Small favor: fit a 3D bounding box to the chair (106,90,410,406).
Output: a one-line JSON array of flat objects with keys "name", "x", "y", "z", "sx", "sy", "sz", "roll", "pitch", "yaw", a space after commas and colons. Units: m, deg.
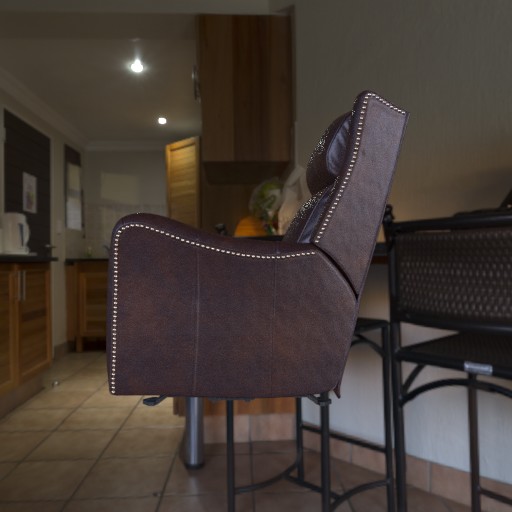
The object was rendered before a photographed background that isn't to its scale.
[{"name": "chair", "x": 0.000, "y": 0.000, "z": 1.846, "sx": 1.008, "sy": 1.084, "sz": 0.869, "roll": 0, "pitch": 0, "yaw": 0}]
